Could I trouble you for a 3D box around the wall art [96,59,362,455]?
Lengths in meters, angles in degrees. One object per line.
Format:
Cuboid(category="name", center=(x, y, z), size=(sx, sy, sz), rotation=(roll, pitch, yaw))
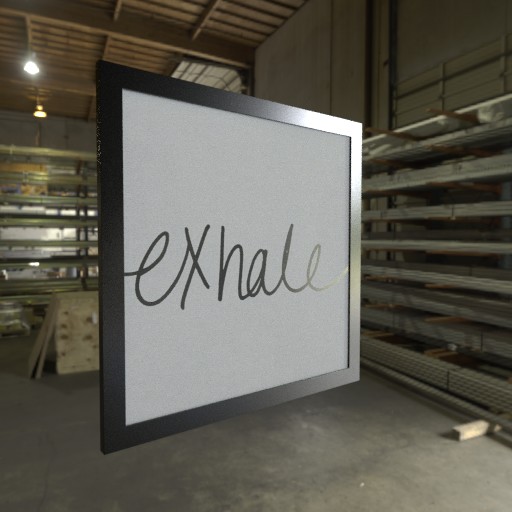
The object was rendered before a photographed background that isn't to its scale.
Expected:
Cuboid(category="wall art", center=(0.000, 0.000, 0.638), size=(0.446, 0.445, 0.014), rotation=(-2, 3, -37))
